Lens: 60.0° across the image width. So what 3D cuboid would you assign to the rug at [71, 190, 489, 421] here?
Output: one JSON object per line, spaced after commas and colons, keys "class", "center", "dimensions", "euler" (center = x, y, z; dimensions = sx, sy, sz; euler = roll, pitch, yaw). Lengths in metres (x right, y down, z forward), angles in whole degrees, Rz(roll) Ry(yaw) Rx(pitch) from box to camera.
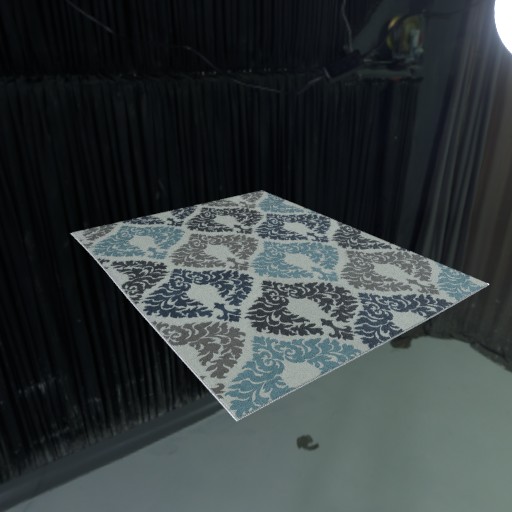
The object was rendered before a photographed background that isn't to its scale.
{"class": "rug", "center": [0.000, 0.000, 3.999], "dimensions": [2.423, 0.014, 3.040], "euler": [-18, 31, -32]}
